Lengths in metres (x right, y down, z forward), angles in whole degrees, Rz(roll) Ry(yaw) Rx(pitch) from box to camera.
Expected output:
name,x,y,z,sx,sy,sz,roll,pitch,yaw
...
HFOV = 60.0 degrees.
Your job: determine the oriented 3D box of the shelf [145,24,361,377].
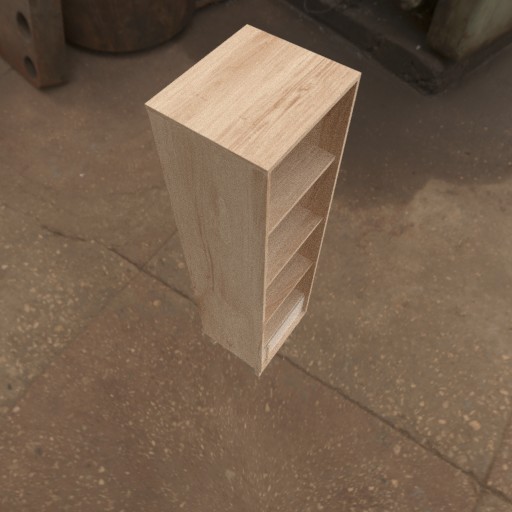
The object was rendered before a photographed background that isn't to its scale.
name,x,y,z,sx,sy,sz,roll,pitch,yaw
shelf,0.000,0.000,2.191,0.450,1.960,0.510,32,64,18
